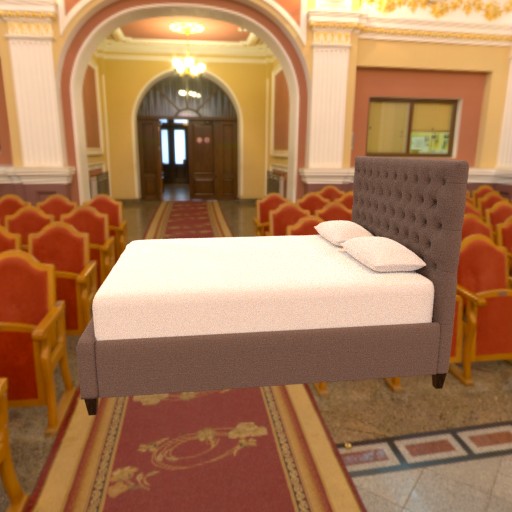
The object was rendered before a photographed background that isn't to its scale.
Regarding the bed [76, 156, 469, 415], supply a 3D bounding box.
[{"bbox_3d":[0.000,0.000,3.305,2.233,1.426,1.696,-2,14,-8],"label":"bed"}]
